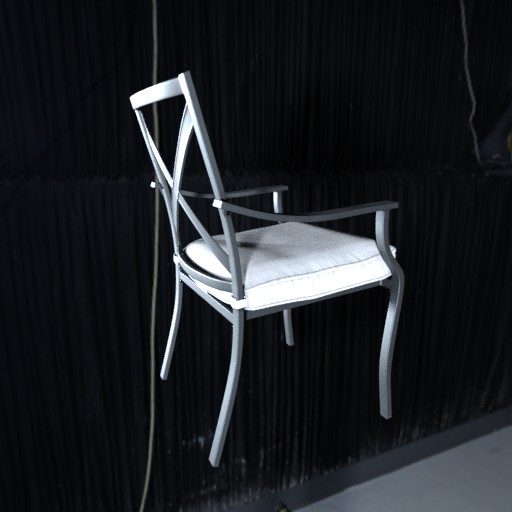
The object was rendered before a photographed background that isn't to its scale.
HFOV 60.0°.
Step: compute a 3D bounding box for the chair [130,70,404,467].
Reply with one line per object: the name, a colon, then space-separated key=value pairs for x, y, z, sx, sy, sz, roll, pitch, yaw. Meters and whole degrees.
chair: x=0.000 y=0.000 z=1.271 sx=0.620 sy=0.889 sz=0.575 roll=-7 pitch=15 yaw=-26
